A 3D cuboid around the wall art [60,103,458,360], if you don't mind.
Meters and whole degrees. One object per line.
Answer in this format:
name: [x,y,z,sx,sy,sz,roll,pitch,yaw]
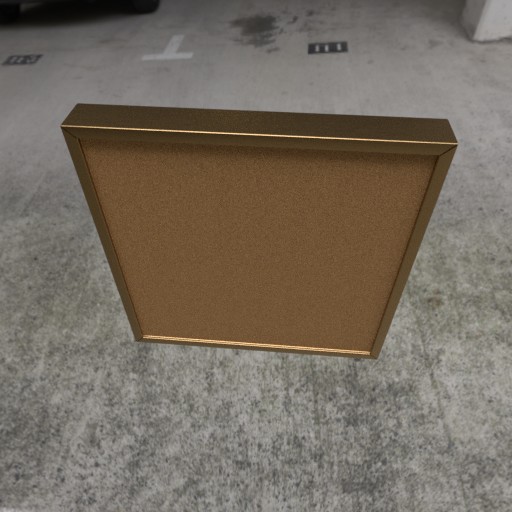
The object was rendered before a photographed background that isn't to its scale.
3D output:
wall art: [0.000,0.000,0.459,0.305,0.305,0.037,4,46,3]
